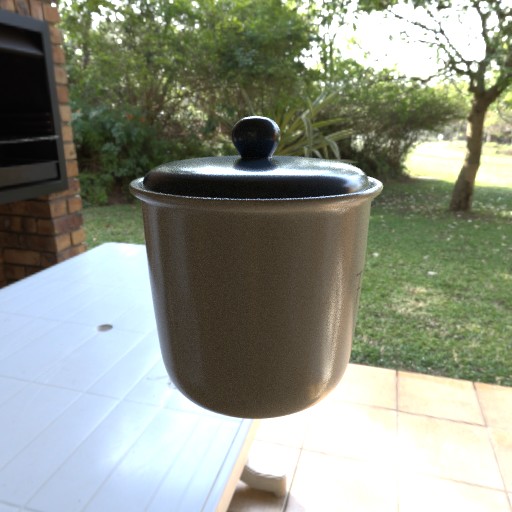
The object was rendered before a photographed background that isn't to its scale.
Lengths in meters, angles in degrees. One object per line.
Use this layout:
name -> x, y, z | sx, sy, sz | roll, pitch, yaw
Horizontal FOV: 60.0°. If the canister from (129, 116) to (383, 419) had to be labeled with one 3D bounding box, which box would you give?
canister -> 0.000, 0.000, 0.346 | 0.182, 0.208, 0.182 | 0, 17, 0
